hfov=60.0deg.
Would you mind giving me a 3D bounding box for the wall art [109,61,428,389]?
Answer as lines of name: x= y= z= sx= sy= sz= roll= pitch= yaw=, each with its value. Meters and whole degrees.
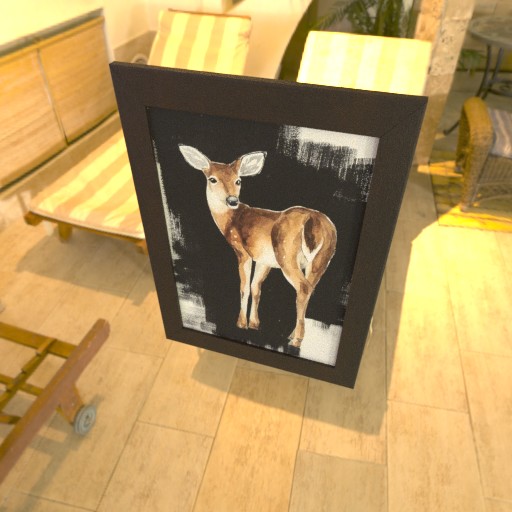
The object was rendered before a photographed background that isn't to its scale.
wall art: x=0.000 y=0.000 z=0.647 sx=0.359 sy=0.508 sz=0.013 roll=12 pitch=42 yaw=13
